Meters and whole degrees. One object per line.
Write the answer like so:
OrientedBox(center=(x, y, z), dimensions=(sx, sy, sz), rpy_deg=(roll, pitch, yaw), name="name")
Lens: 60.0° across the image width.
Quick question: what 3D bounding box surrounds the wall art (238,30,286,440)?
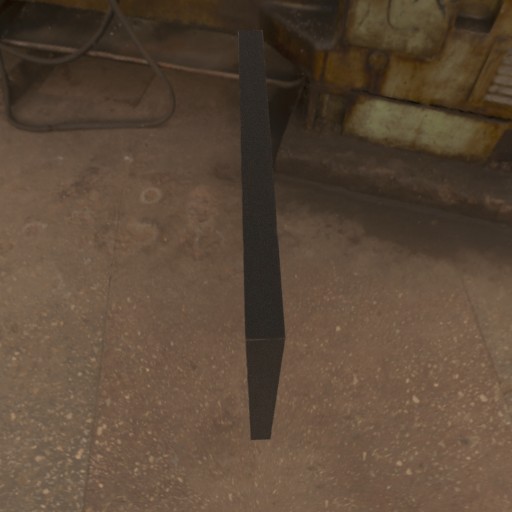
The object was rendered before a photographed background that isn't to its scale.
OrientedBox(center=(0.000, 0.000, 0.767), dimensions=(0.038, 0.508, 0.508), rpy_deg=(-2, 58, -1), name="wall art")
